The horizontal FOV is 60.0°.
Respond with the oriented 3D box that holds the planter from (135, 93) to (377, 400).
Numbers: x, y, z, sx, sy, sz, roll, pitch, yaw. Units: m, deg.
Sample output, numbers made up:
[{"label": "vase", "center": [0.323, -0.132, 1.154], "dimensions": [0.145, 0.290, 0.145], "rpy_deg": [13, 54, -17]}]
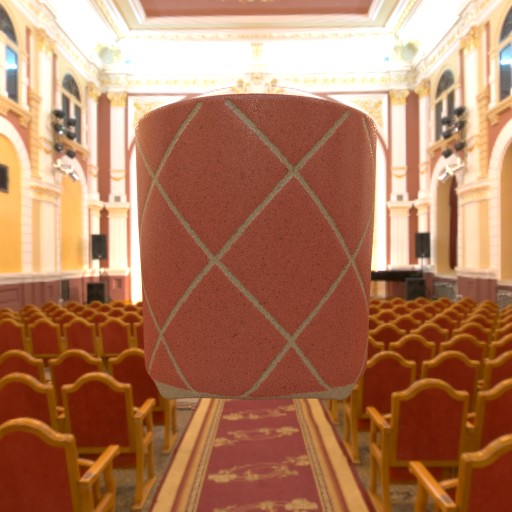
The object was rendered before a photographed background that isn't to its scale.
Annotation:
[{"label": "planter", "center": [0.000, 0.000, 0.431], "dimensions": [0.227, 0.235, 0.227], "rpy_deg": [0, 0, 0]}]
